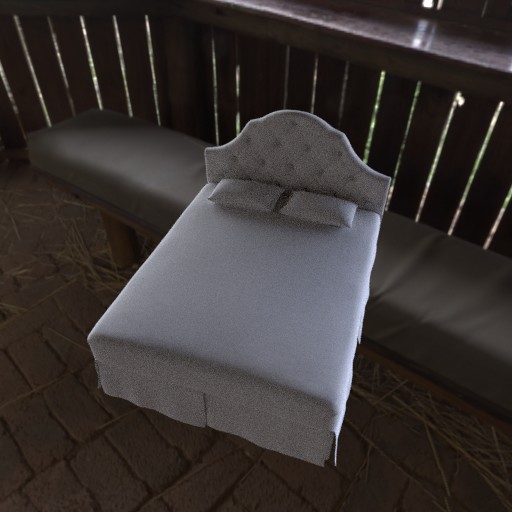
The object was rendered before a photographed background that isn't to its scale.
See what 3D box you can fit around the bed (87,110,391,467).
[{"bbox_3d":[0.000,0.000,3.843,2.039,1.617,2.477,12,43,14],"label":"bed"}]
